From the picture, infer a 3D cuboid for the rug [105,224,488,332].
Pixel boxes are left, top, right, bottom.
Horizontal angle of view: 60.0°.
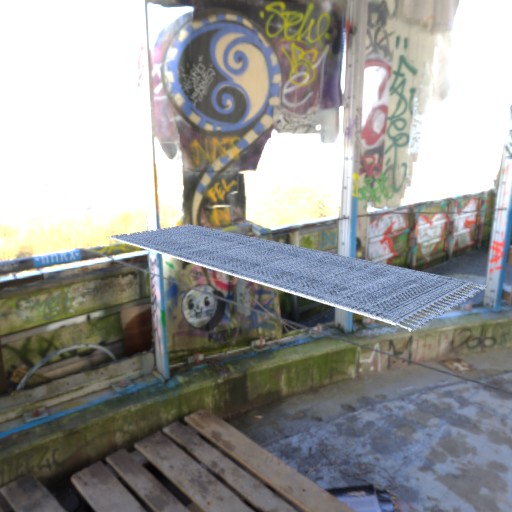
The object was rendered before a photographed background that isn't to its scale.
[{"bbox_3d":[0.000,0.000,2.753,0.786,0.013,2.480,-13,19,-43],"label":"rug"}]
